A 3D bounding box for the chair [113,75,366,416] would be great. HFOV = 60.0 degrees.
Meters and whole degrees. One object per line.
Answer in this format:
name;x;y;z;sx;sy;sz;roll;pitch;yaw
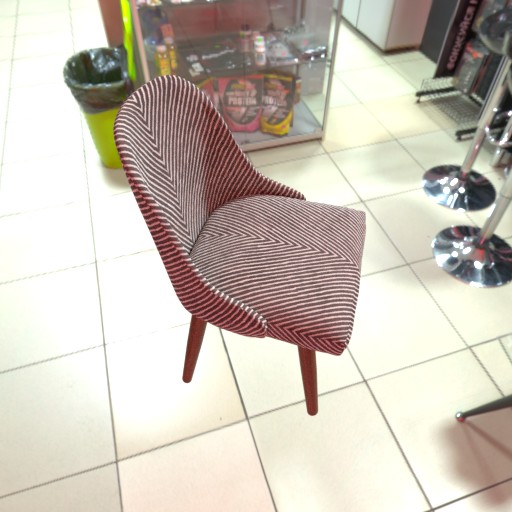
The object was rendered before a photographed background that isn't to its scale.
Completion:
chair;0.000;0.000;1.256;0.591;0.883;0.504;11;49;10
